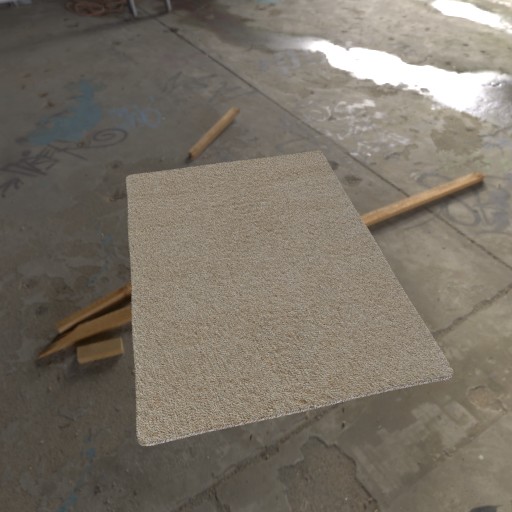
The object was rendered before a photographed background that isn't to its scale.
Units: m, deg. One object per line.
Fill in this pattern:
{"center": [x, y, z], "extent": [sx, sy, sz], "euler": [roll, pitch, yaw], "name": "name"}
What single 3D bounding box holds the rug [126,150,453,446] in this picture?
{"center": [0.000, 0.000, 2.149], "extent": [1.200, 0.027, 1.600], "euler": [-9, 47, -9], "name": "rug"}
